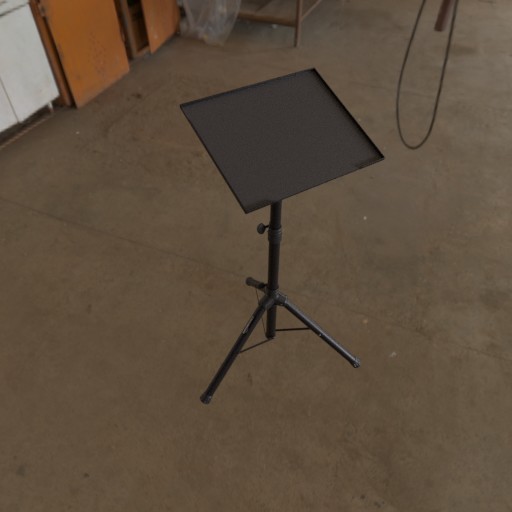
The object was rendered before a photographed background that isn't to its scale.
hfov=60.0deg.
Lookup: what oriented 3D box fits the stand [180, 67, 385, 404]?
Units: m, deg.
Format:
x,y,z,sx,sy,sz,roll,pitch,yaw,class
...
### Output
x,y,z,sx,sy,sz,roll,pitch,yaw,class
0.000,0.000,1.648,0.702,1.198,0.702,-24,51,-21,stand
